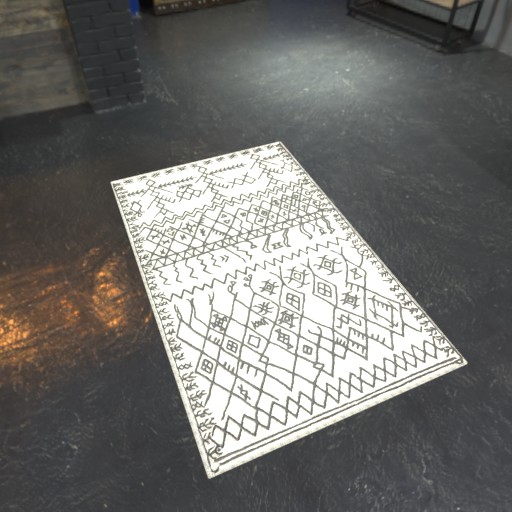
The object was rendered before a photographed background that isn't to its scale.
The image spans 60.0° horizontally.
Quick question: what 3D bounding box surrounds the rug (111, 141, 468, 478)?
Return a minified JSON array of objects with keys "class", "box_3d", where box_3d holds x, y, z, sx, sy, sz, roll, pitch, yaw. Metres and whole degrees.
[{"class":"rug","box_3d":[0.000,0.000,3.036,1.526,0.012,2.444,-17,49,-16]}]
